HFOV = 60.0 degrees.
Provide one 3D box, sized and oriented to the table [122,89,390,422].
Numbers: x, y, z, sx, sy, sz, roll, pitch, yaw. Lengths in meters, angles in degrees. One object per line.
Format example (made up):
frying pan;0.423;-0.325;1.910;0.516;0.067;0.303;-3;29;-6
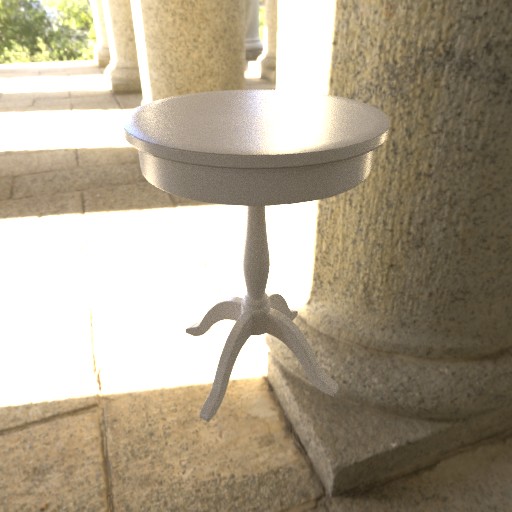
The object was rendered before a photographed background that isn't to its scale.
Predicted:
table;0.000;0.000;1.041;0.513;0.653;0.513;0;31;0
